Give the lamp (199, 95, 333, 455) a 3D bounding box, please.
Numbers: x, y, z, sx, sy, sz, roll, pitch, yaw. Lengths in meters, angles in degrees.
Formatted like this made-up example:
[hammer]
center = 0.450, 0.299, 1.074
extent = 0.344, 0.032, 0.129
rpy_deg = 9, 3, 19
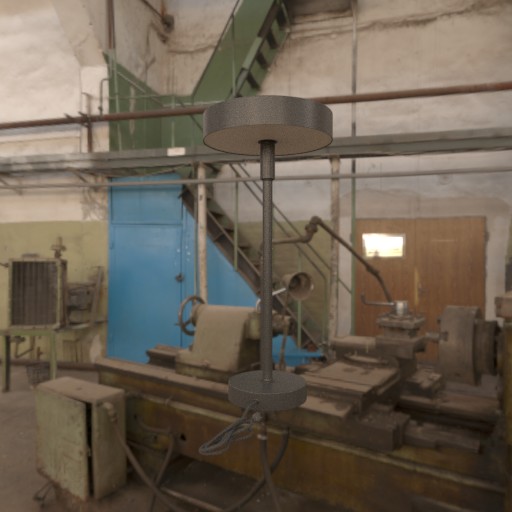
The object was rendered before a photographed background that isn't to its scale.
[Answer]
[lamp]
center = 0.000, 0.000, 0.724
extent = 0.229, 0.508, 0.369
rpy_deg = 0, 1, 17
